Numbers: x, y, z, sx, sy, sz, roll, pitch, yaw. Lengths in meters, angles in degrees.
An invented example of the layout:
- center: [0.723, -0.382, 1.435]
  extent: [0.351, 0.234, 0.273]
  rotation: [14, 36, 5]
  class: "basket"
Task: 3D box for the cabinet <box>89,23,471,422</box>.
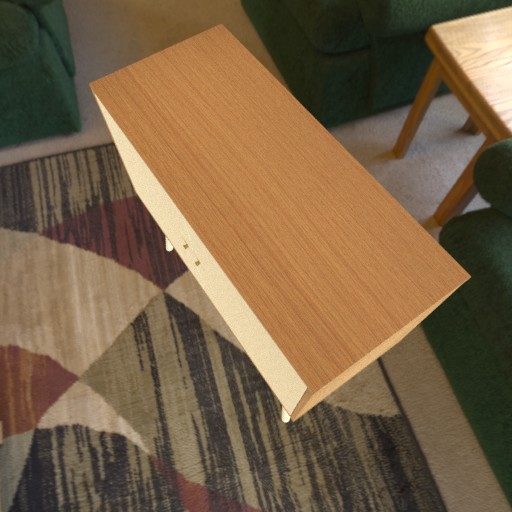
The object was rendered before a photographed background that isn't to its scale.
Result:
- center: [0.000, 0.000, 1.605]
  extent: [0.470, 1.016, 1.057]
  rotation: [-32, 68, -14]
  class: "cabinet"
